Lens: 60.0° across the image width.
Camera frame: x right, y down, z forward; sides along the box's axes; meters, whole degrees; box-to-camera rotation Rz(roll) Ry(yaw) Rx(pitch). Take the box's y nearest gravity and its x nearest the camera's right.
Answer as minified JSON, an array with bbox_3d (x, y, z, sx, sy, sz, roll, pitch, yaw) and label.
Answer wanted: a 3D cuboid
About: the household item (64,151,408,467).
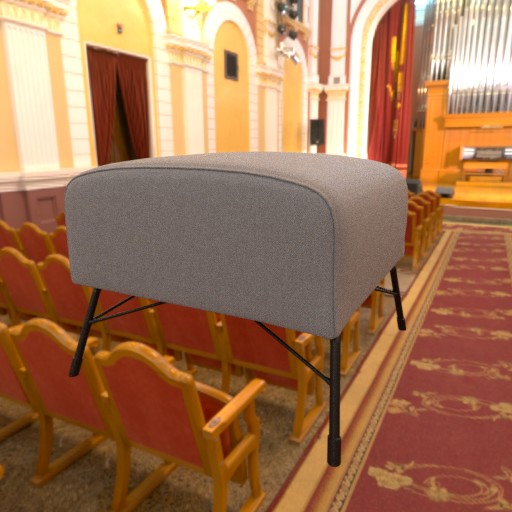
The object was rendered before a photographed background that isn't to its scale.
[{"bbox_3d":[0.000,0.000,0.893,0.530,0.410,0.530,7,16,27],"label":"household item"}]
